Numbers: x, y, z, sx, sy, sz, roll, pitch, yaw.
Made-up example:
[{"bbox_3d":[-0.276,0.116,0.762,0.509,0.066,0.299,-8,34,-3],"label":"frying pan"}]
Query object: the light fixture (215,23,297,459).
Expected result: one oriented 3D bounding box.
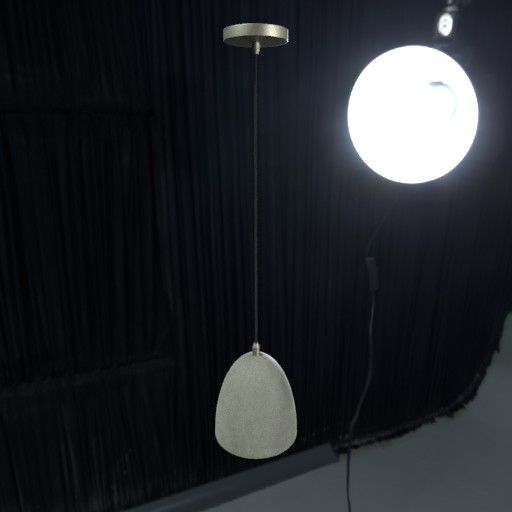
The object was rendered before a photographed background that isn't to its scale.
[{"bbox_3d":[0.000,0.000,0.823,0.170,0.759,0.170,-8,18,-25],"label":"light fixture"}]
